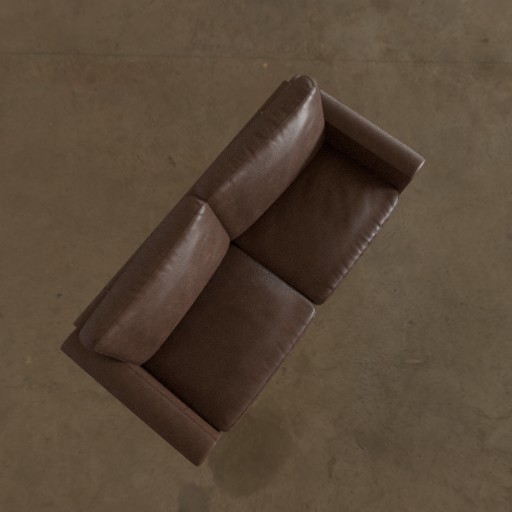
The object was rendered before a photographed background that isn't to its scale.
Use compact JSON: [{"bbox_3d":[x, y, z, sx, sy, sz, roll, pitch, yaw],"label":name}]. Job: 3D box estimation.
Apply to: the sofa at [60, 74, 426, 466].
[{"bbox_3d":[0.000,0.000,2.649,1.016,0.873,2.179,37,79,9],"label":"sofa"}]
